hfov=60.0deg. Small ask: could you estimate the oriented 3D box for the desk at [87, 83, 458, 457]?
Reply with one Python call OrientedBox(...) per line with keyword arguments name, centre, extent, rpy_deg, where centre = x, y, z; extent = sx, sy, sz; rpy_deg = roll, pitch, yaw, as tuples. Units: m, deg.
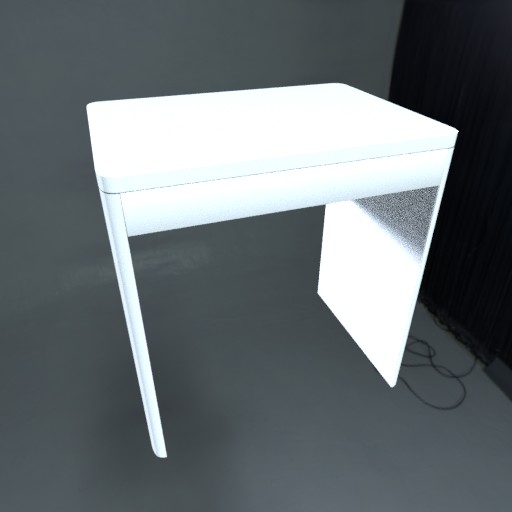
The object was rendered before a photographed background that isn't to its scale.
OrientedBox(name="desk", centre=(0.000, 0.000, 1.281), extent=(0.762, 0.800, 0.549), rpy_deg=(-11, 34, -16))
